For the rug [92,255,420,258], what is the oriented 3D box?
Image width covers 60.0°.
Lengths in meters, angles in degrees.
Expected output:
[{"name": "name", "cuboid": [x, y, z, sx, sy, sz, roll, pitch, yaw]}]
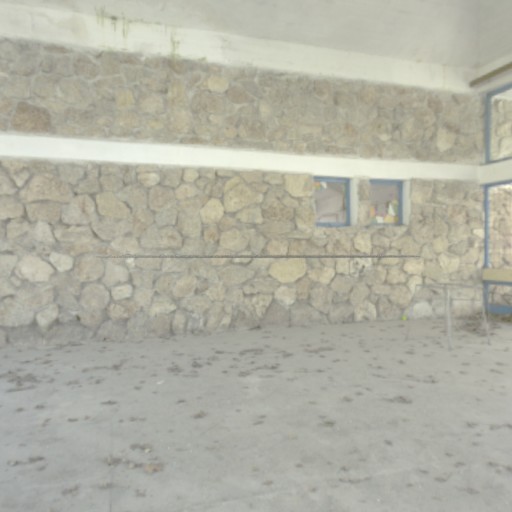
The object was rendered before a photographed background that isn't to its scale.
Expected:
[{"name": "rug", "cuboid": [0.000, 0.000, 3.433, 2.382, 0.014, 2.382, 0, 0, 0]}]
